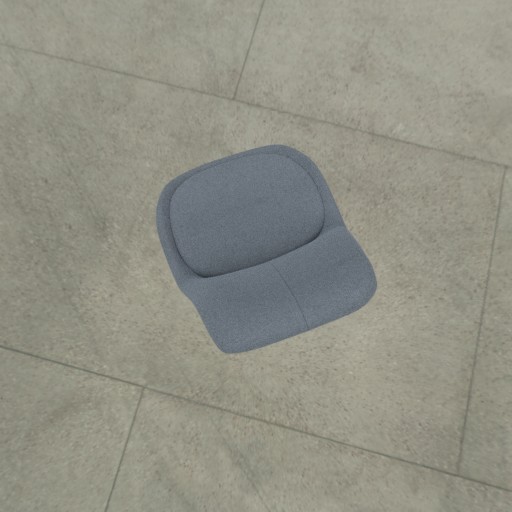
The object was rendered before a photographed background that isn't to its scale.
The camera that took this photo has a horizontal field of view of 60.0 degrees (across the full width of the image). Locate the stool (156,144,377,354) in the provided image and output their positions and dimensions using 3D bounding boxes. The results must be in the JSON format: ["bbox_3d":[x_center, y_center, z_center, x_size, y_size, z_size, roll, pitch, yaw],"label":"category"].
[{"bbox_3d":[0.000,0.000,1.381,0.485,1.115,0.550,-20,78,-4],"label":"stool"}]
